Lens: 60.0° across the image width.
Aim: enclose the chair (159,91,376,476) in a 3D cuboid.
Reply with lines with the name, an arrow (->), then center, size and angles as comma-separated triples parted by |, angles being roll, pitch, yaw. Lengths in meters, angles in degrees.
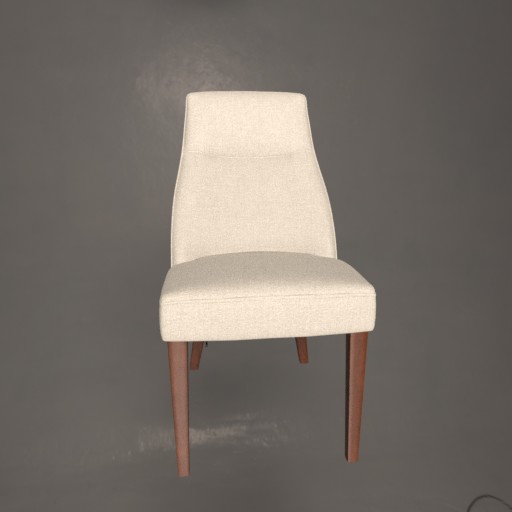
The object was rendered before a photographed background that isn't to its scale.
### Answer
chair -> 0.000, 0.000, 1.270 | 0.500, 0.930, 0.620 | -2, 16, -6
